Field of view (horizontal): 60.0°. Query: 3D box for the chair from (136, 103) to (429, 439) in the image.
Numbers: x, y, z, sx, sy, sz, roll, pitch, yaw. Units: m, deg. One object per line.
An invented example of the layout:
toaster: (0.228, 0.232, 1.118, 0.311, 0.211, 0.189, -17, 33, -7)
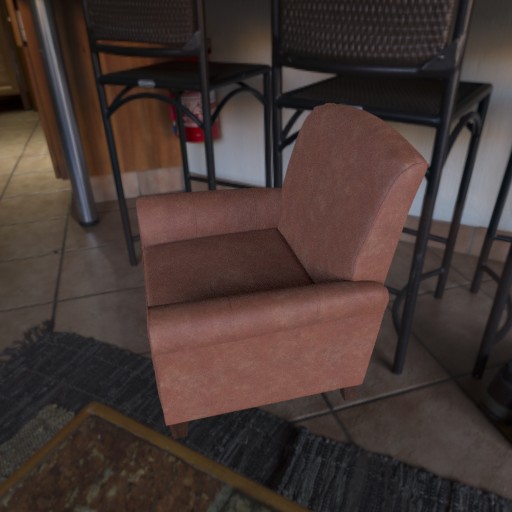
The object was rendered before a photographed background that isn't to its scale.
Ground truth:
chair: (0.000, 0.000, 1.762, 0.902, 1.061, 0.978, -8, 32, -13)
